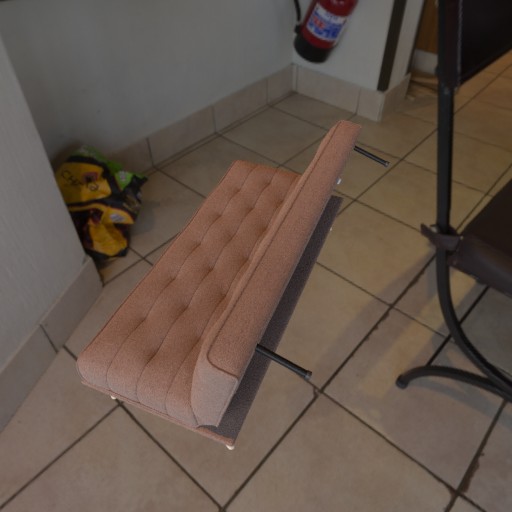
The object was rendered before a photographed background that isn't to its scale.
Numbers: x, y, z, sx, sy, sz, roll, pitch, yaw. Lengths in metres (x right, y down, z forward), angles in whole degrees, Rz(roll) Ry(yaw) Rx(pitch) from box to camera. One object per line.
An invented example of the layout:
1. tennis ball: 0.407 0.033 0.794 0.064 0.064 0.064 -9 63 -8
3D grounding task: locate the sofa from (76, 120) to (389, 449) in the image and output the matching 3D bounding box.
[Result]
1. sofa: 0.000 0.000 2.384 1.038 0.810 1.820 16 47 16
